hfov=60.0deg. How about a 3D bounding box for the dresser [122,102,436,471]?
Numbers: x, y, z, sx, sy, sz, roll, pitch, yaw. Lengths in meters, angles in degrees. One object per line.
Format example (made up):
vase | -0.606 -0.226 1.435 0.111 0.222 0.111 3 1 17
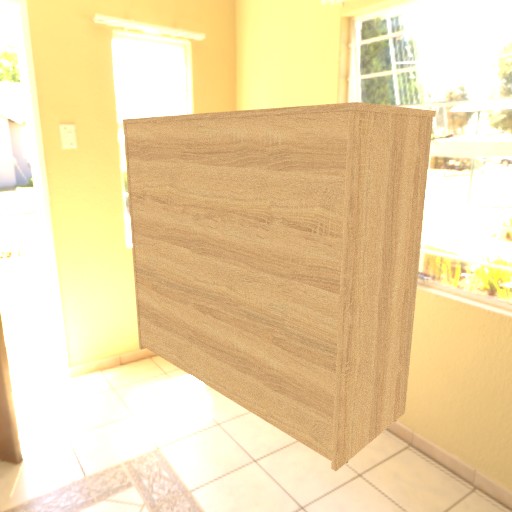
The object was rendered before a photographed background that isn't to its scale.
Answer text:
dresser | 0.000 0.000 1.487 0.380 0.900 0.980 -14 20 -43
